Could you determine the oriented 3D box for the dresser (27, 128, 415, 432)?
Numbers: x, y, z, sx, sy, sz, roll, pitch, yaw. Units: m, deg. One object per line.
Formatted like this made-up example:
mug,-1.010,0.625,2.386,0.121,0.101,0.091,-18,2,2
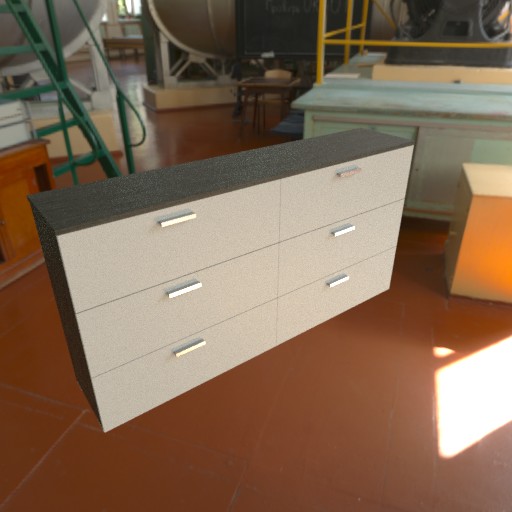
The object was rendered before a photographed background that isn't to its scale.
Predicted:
dresser,0.000,0.000,1.856,1.535,0.790,0.333,-20,34,-32
